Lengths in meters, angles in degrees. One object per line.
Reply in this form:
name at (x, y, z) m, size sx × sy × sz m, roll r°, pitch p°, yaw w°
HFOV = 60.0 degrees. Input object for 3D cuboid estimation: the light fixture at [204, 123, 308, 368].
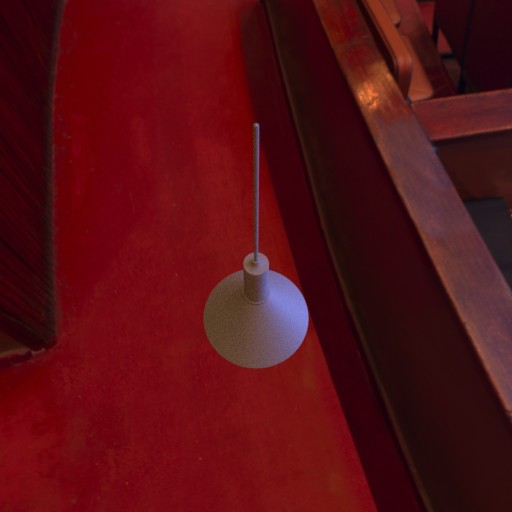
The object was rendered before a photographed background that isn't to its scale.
light fixture at (0.000, 0.000, 0.836) m, size 0.267 × 0.683 × 0.267 m, roll -16°, pitch 64°, yaw -8°
